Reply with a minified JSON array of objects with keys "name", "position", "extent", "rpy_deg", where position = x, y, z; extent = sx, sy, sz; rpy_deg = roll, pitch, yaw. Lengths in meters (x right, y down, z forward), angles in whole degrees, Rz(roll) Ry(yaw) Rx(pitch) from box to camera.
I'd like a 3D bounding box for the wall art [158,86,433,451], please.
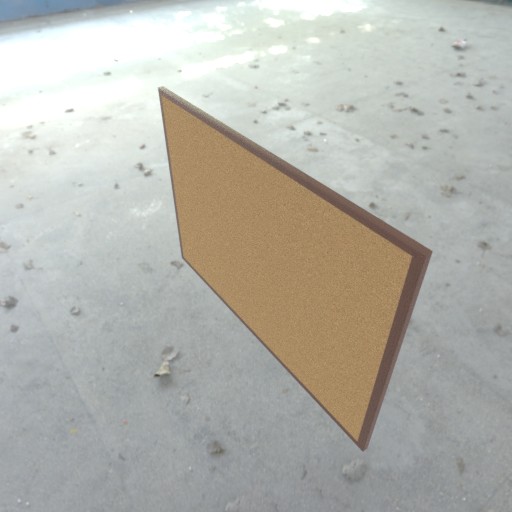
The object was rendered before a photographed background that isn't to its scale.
[{"name":"wall art","position":[0.000,0.000,0.847],"extent":[0.014,0.455,0.660],"rpy_deg":[-25,46,-27]}]
